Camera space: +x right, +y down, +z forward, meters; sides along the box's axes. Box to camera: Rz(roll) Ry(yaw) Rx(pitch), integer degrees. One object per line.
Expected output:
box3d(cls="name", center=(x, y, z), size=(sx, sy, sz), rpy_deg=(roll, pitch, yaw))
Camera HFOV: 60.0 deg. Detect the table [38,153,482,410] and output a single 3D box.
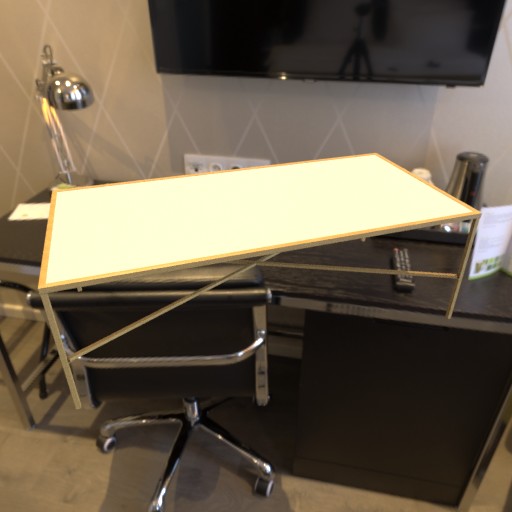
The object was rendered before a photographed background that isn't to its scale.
box3d(cls="table", center=(0.000, 0.000, 1.477), size=(1.206, 0.398, 0.580), rpy_deg=(-10, 33, -16))
